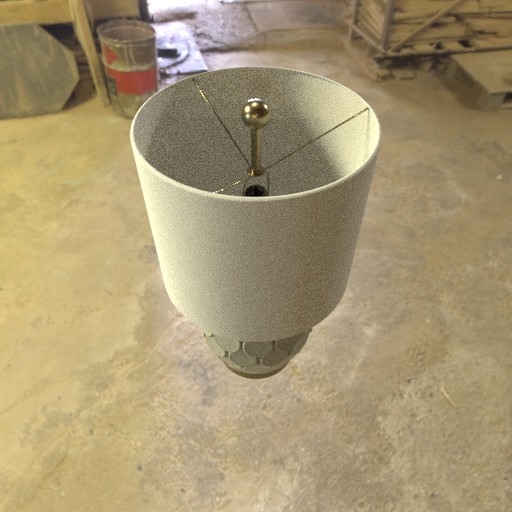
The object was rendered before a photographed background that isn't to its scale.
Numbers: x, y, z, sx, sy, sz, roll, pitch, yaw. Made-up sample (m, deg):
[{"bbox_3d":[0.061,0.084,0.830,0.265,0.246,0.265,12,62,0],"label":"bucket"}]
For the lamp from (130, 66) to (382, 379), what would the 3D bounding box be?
[{"bbox_3d":[0.000,0.000,0.604,0.254,0.452,0.254,0,47,0],"label":"lamp"}]
